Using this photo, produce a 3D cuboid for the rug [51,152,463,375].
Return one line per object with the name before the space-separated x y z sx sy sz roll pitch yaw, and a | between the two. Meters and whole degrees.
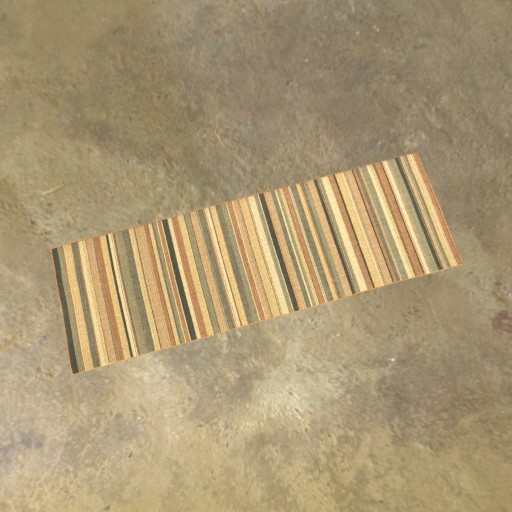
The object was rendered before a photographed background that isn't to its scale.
rug | 0.000 0.000 2.753 2.444 0.010 0.799 -15 76 -4
